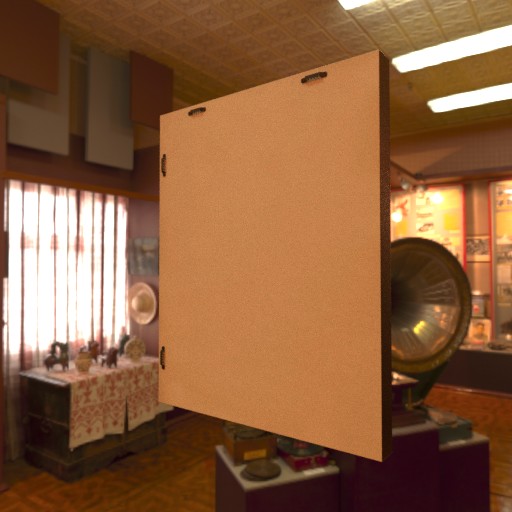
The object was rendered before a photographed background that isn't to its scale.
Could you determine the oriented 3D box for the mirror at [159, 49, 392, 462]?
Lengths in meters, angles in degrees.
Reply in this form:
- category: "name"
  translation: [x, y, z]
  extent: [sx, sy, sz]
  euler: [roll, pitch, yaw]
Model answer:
- category: "mirror"
  translation: [0.000, 0.000, 0.679]
  extent: [0.406, 0.509, 0.041]
  euler: [-1, -2, 37]
